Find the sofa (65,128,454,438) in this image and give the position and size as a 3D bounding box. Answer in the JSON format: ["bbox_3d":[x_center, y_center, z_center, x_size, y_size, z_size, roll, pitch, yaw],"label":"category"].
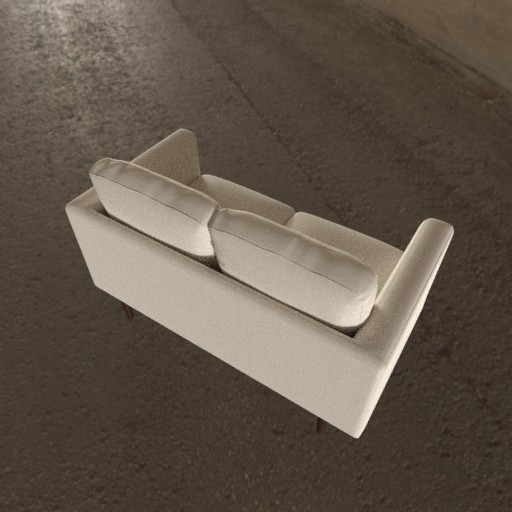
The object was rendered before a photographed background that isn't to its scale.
[{"bbox_3d":[0.000,0.000,1.987,1.430,0.908,0.796,25,50,22],"label":"sofa"}]
